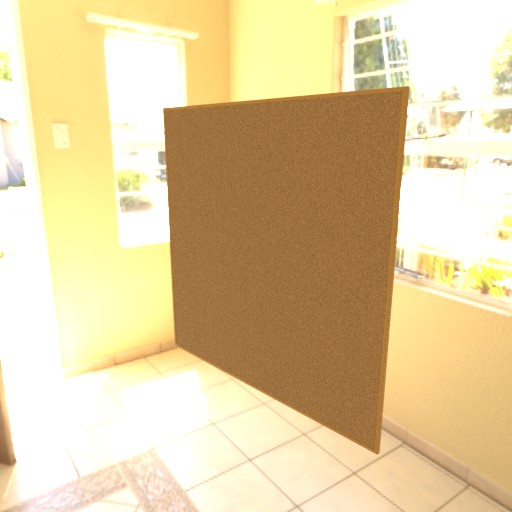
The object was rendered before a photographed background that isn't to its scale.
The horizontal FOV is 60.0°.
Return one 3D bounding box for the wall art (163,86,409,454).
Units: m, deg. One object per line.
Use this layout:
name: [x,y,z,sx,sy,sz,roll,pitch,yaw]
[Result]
wall art: [0.000,0.000,1.440,0.962,0.959,0.013,14,20,43]
